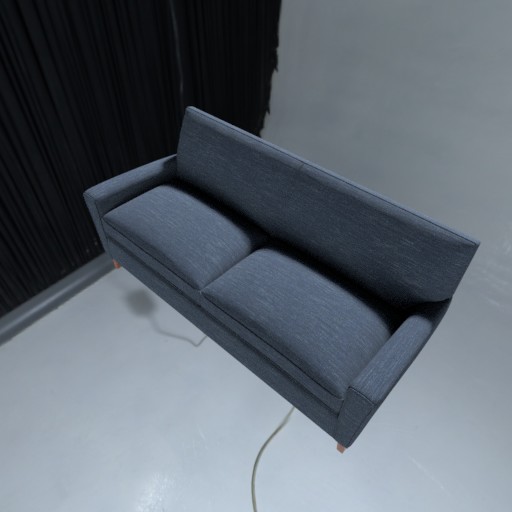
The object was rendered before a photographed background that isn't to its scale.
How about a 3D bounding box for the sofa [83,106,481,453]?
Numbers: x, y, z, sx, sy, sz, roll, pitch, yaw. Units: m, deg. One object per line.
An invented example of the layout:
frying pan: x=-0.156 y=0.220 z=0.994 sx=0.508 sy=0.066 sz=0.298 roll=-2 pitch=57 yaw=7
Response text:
sofa: x=0.000 y=0.000 z=2.469 sx=1.976 sy=0.846 sz=0.875 roll=33 pitch=53 yaw=28
